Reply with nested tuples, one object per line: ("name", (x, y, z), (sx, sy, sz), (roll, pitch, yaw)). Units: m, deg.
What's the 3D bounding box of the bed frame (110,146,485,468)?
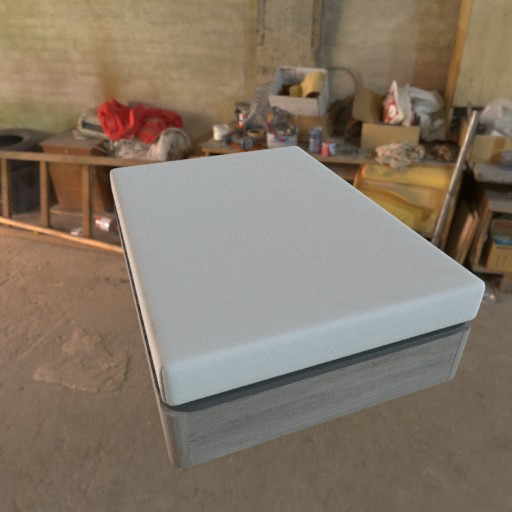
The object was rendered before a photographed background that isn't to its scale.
("bed frame", (0.000, 0.000, 2.530), (1.400, 0.561, 1.900), (-11, 34, -17))
